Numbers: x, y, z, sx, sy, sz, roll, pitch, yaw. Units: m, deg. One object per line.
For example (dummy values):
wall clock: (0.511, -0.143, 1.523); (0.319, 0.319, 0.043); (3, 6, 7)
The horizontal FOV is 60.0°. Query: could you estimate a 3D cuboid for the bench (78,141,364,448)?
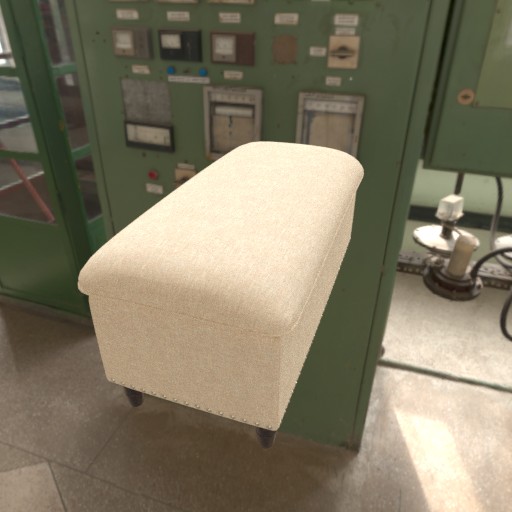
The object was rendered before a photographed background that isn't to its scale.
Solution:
bench: (0.000, 0.000, 1.318); (0.483, 0.483, 0.991); (10, 32, 17)
